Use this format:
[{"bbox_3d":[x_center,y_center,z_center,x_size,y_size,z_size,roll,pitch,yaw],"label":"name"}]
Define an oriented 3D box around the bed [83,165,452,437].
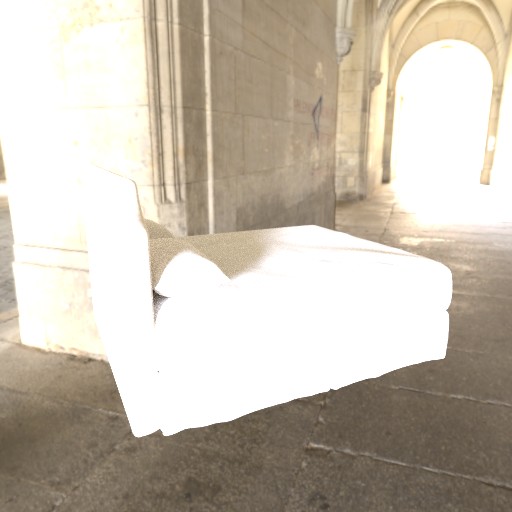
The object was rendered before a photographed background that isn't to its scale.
[{"bbox_3d":[0.000,0.000,3.826,2.548,1.524,2.134,-7,16,-25],"label":"bed"}]
